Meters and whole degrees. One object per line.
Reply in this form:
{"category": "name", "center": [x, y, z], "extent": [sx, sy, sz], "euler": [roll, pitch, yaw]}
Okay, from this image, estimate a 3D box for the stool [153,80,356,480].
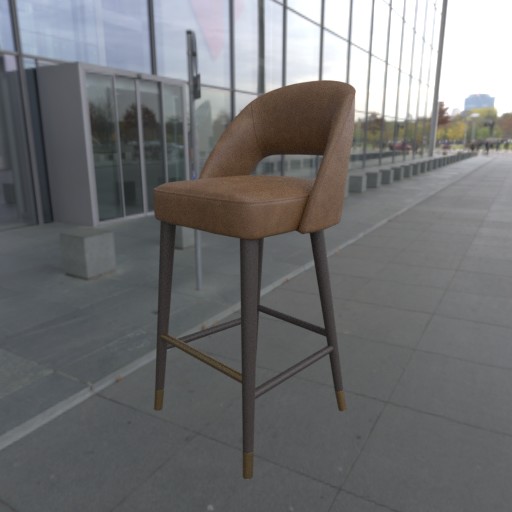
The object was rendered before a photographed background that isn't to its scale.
{"category": "stool", "center": [0.000, 0.000, 1.348], "extent": [0.509, 1.037, 0.494], "euler": [-14, 20, -43]}
